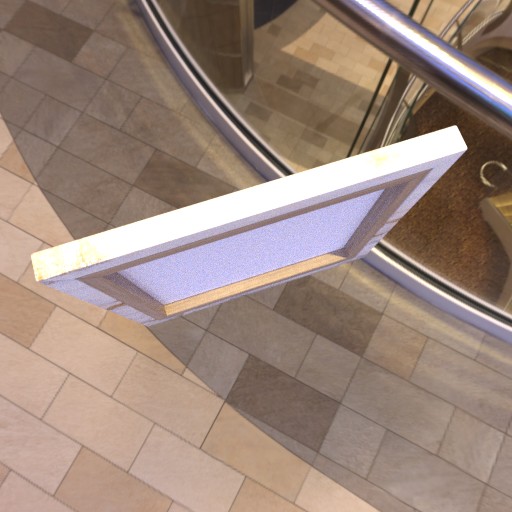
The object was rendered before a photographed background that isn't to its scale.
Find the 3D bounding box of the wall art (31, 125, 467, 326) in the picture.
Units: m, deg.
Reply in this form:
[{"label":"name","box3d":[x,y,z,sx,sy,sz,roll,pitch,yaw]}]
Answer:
[{"label":"wall art","box3d":[0.000,0.000,0.897,0.611,0.613,0.040,-17,76,-4]}]
